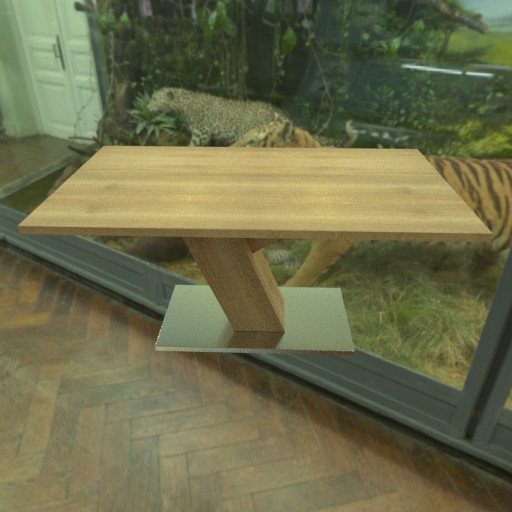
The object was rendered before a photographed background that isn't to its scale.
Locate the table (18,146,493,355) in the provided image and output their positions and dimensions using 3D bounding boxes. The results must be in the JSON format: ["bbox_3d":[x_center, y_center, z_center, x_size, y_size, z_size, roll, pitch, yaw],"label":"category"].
[{"bbox_3d":[0.000,0.000,2.069,1.600,0.750,0.900,1,31,2],"label":"table"}]
